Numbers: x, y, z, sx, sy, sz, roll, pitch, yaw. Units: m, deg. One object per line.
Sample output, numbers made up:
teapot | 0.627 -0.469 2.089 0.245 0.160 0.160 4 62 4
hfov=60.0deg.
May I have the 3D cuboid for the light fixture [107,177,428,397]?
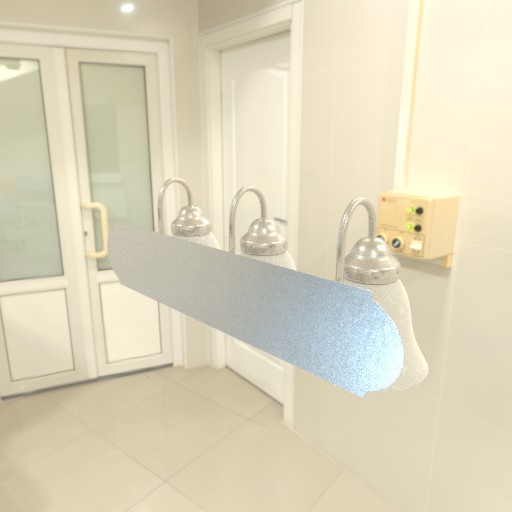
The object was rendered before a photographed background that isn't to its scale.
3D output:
light fixture | 0.000 0.000 0.695 0.199 0.222 0.610 -14 20 -42
